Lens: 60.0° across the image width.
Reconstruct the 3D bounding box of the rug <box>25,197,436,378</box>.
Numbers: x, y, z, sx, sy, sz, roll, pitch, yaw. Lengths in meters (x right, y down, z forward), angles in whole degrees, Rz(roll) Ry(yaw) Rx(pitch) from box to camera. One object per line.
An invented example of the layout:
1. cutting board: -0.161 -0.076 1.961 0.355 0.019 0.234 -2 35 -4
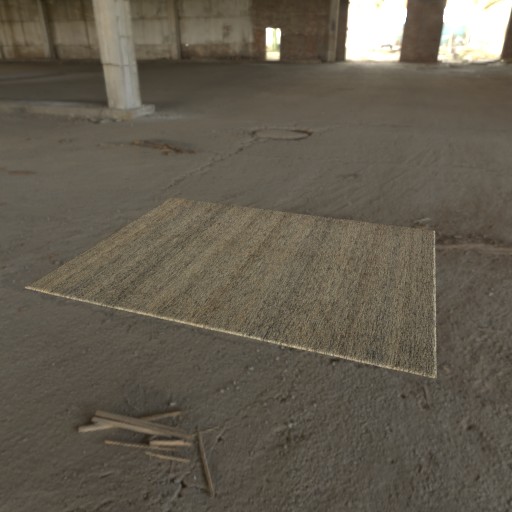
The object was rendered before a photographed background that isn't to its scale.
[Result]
1. rug: 0.000 0.000 4.203 3.199 0.036 2.414 9 28 18
